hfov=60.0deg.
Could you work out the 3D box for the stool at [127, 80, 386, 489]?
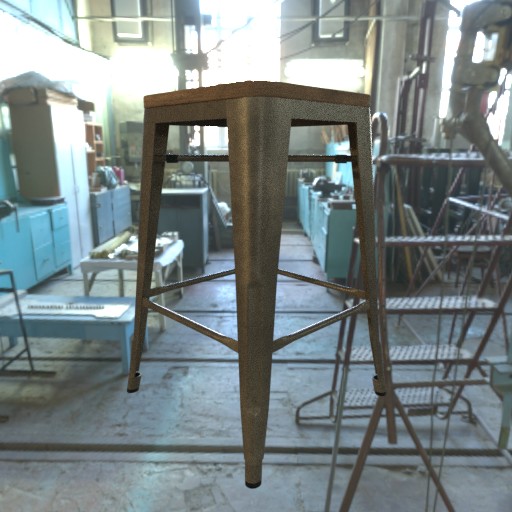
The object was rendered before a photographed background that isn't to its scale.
[{"bbox_3d":[0.000,0.000,0.891,0.407,0.607,0.407,-13,19,-42],"label":"stool"}]
